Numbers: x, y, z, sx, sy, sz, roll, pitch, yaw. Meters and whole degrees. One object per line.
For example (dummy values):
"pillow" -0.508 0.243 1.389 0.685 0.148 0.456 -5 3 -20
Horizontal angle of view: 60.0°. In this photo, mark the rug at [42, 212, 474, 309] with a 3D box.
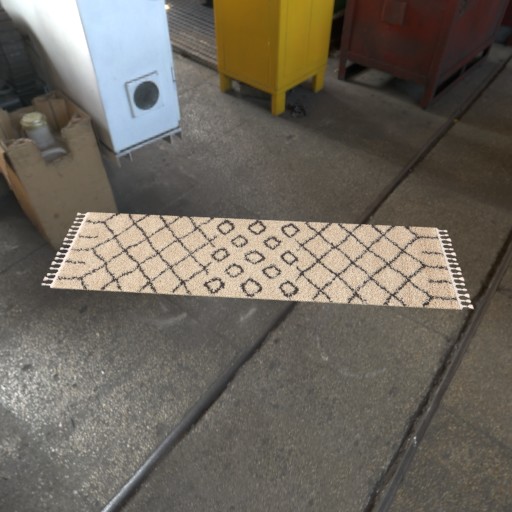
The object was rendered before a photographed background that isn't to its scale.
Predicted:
"rug" 0.000 0.000 2.731 2.464 0.005 0.660 3 47 3
